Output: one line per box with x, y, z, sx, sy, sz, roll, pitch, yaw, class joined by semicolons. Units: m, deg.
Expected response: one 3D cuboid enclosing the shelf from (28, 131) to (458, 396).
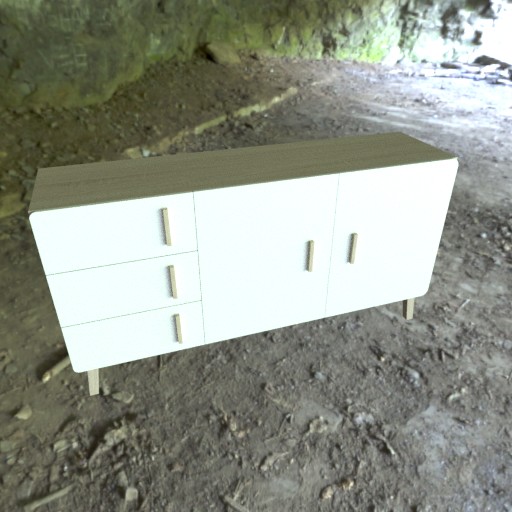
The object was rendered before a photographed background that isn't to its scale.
0.000;0.000;1.808;1.490;0.780;0.400;-10;32;-16;shelf
